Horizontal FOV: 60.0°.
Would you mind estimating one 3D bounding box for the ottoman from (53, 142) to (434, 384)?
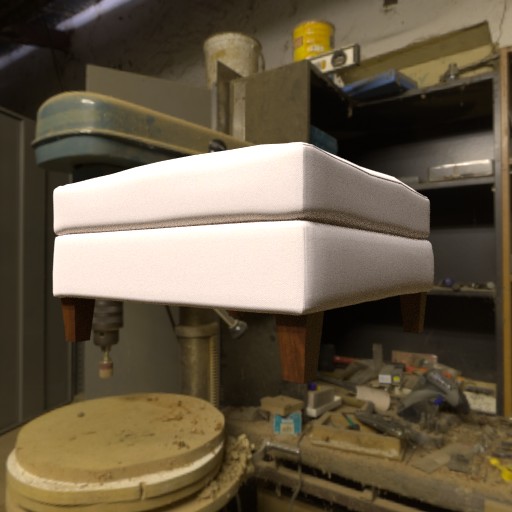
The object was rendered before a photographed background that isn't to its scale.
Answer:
[{"bbox_3d":[0.000,0.000,1.330,0.838,0.479,0.838,-1,-1,36],"label":"ottoman"}]
